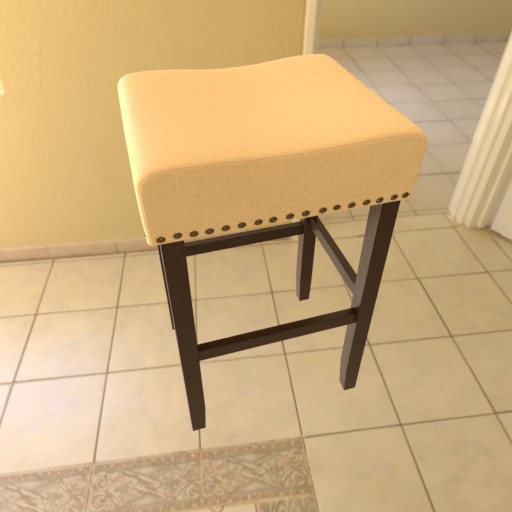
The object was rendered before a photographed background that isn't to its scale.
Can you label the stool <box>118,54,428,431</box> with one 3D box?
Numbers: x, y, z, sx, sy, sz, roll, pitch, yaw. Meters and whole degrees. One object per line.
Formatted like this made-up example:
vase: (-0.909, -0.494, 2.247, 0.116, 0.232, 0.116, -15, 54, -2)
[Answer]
stool: (0.000, 0.000, 1.040, 0.471, 0.762, 0.401, -11, 43, -12)
